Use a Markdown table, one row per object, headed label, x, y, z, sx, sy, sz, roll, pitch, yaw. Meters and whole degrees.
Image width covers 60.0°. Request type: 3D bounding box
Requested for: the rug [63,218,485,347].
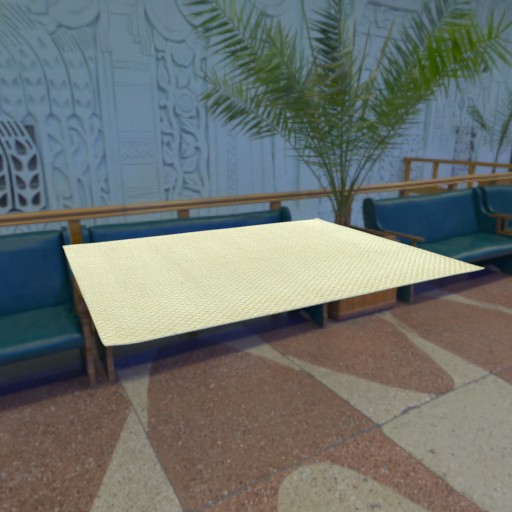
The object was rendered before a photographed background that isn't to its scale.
| label | x | y | z | sx | sy | sz | roll | pitch | yaw |
| --- | --- | --- | --- | --- | --- | --- | --- | --- | --- |
| rug | 0.000 | 0.000 | 3.819 | 2.897 | 0.035 | 2.277 | -8 | 18 | -27 |
